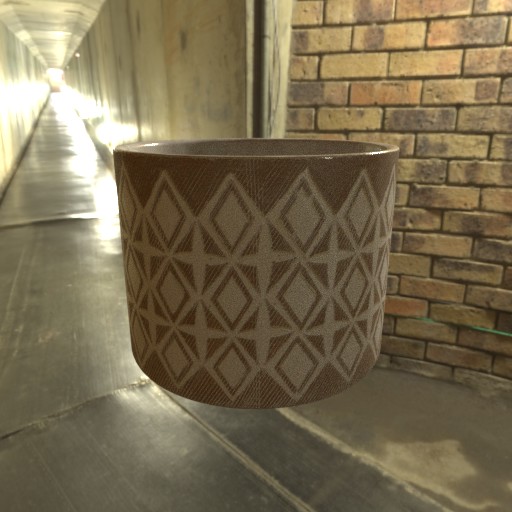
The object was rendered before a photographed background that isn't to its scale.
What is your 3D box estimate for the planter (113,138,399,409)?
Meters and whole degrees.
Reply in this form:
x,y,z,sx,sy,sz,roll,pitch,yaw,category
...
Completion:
x,y,z,sx,sy,sz,roll,pitch,yaw,category
0.000,0.000,0.336,0.193,0.165,0.193,0,18,0,planter
